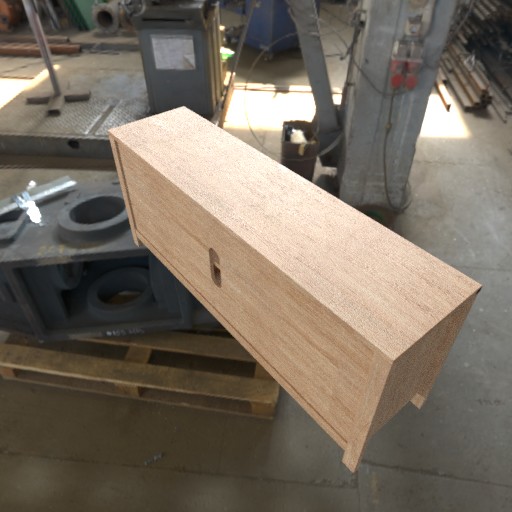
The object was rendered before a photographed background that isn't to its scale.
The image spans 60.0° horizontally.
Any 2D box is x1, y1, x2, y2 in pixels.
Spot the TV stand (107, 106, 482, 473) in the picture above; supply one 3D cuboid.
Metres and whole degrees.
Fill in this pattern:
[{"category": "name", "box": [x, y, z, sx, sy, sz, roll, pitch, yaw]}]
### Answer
[{"category": "TV stand", "box": [0.000, 0.000, 1.712, 0.398, 0.610, 1.466, -29, 49, -28]}]
